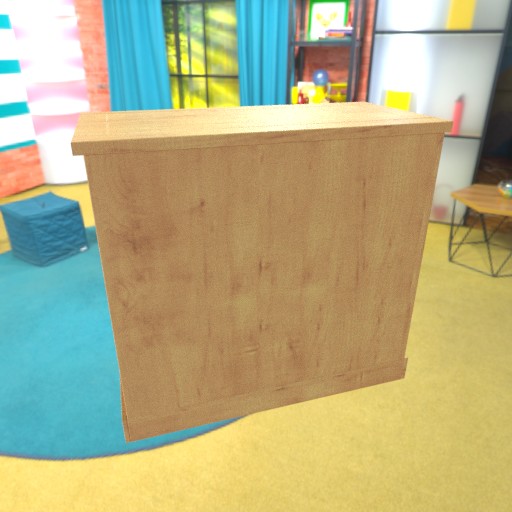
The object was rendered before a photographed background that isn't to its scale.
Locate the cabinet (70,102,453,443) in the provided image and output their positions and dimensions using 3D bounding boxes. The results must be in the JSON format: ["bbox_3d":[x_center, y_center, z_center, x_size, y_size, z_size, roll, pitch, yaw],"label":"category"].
[{"bbox_3d":[0.000,0.000,1.387,0.920,0.840,0.450,-8,27,-16],"label":"cabinet"}]
